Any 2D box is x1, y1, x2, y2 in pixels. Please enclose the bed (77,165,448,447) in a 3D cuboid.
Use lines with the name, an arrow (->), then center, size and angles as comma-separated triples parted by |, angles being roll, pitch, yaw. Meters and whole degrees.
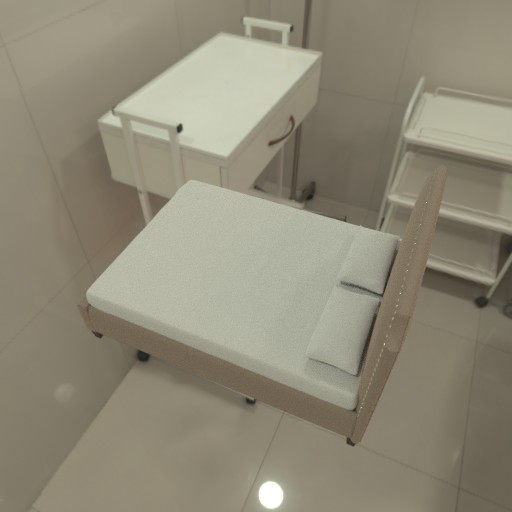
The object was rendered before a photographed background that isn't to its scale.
bed -> 0.000, 0.000, 3.494 | 2.372, 1.443, 1.713 | 18, 48, 17
